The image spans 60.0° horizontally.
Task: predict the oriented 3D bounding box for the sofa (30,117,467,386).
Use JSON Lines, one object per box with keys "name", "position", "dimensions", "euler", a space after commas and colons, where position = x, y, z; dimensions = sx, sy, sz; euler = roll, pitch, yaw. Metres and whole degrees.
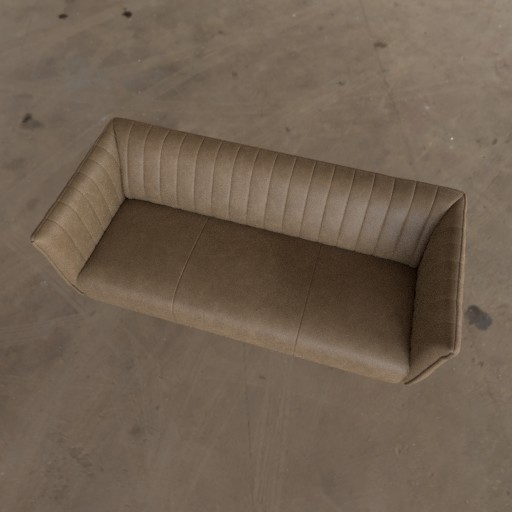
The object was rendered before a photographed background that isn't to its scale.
{"name": "sofa", "position": [0.000, 0.000, 2.402], "dimensions": [1.980, 0.779, 0.876], "euler": [14, 60, 8]}
